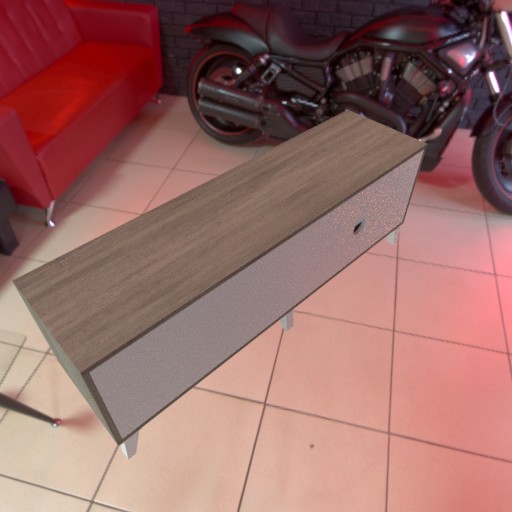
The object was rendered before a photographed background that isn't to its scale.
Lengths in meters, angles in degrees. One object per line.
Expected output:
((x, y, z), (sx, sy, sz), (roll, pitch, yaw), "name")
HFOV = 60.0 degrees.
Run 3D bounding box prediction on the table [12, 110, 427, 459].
((0.000, 0.000, 1.689), (1.500, 0.530, 0.400), (-33, 53, -29), "table")
